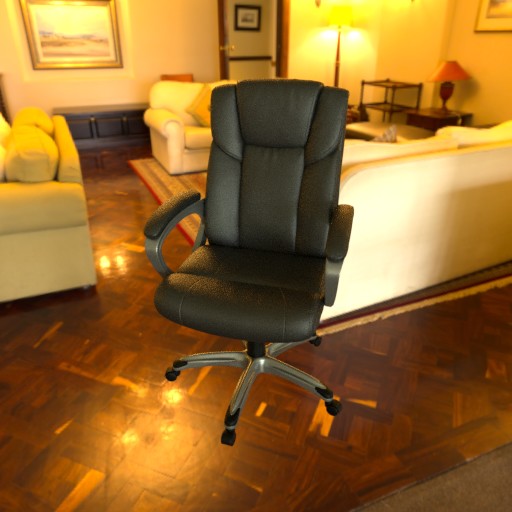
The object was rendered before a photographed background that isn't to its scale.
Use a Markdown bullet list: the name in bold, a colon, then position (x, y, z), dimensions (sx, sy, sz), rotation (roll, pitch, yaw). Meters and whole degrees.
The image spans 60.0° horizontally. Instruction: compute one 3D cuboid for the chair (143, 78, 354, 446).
- **chair**: position (0.000, 0.000, 1.573), dimensions (0.721, 1.130, 0.719), rotation (8, 27, 16)
